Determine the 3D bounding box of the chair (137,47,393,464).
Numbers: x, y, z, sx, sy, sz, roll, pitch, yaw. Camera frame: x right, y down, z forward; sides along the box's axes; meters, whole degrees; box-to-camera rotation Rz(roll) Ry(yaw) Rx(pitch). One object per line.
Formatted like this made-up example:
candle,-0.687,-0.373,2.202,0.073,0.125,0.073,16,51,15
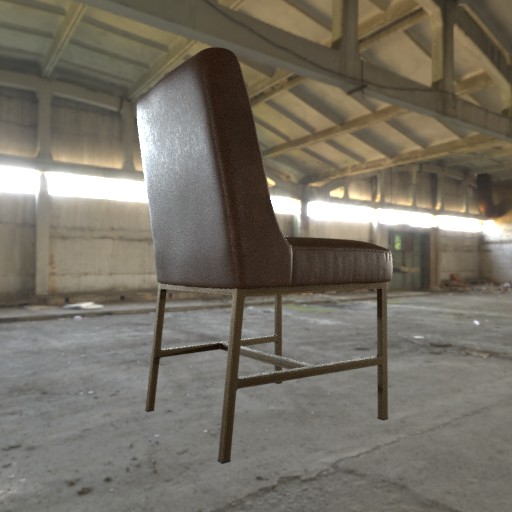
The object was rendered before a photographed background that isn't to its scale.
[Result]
chair,0.000,0.000,1.254,0.587,0.889,0.508,1,-2,-35
